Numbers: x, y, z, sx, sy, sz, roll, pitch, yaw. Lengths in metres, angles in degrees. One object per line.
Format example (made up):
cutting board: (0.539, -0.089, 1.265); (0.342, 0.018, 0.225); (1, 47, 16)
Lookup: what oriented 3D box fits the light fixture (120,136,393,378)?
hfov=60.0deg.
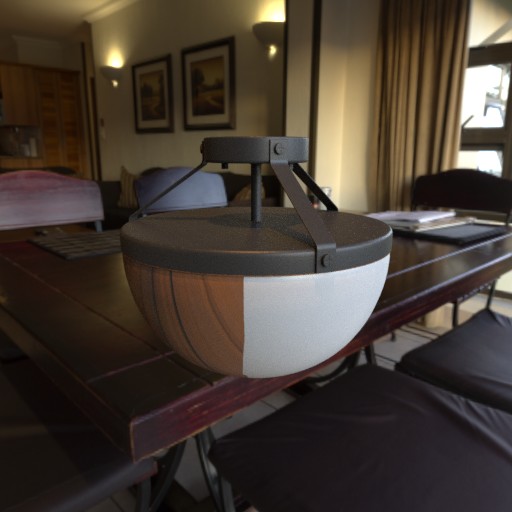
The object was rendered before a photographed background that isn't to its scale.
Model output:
light fixture: (0.000, 0.000, 0.523); (0.304, 0.269, 0.304); (0, 13, 0)
